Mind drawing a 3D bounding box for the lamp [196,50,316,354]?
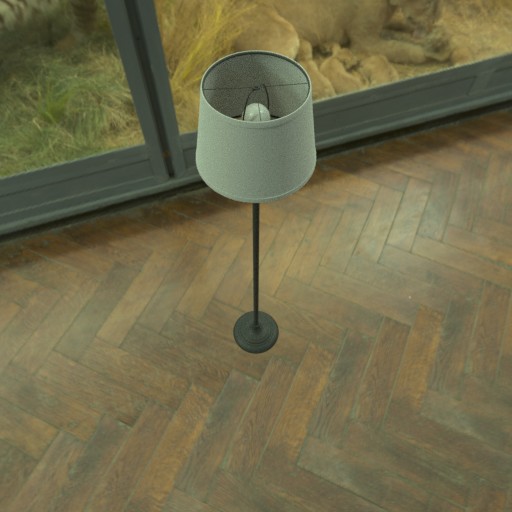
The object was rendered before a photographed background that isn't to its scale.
[{"bbox_3d":[0.000,0.000,1.655,0.327,1.506,0.327,35,65,19],"label":"lamp"}]
